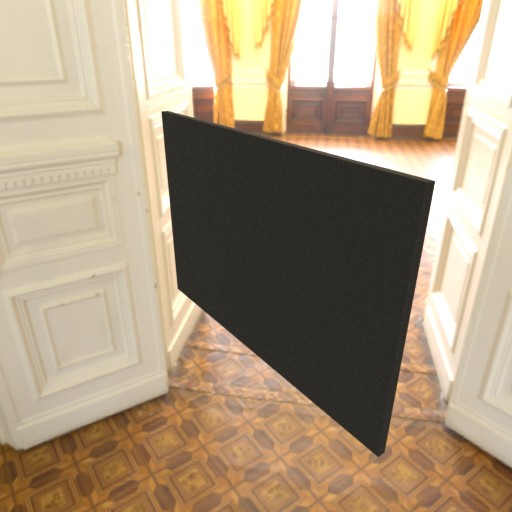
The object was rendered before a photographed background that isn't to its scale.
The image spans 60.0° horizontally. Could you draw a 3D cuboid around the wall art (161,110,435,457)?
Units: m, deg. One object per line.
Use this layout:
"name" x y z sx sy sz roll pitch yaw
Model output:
"wall art" 0.000 0.000 1.231 0.049 0.659 0.964 -18 32 -32
